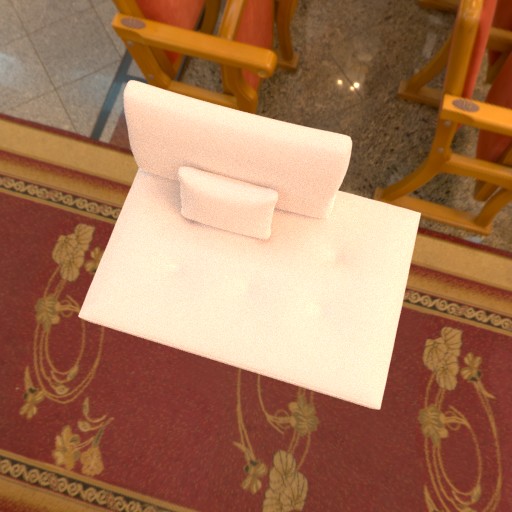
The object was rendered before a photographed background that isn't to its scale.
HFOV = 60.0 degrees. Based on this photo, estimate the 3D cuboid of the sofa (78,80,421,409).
[{"bbox_3d":[0.000,0.000,2.066,1.450,0.820,1.000,16,74,5],"label":"sofa"}]
